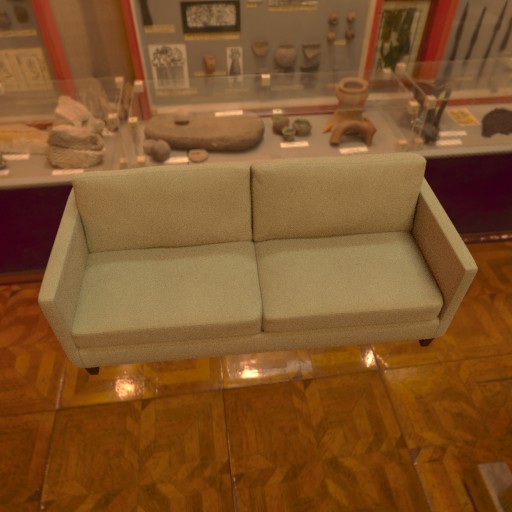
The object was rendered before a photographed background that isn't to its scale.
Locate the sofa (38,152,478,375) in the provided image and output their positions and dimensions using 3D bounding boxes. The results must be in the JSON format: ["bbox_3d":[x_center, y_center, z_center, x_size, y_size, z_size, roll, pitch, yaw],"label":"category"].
[{"bbox_3d":[0.000,0.000,2.631,2.181,0.932,0.948,-4,46,-4],"label":"sofa"}]
